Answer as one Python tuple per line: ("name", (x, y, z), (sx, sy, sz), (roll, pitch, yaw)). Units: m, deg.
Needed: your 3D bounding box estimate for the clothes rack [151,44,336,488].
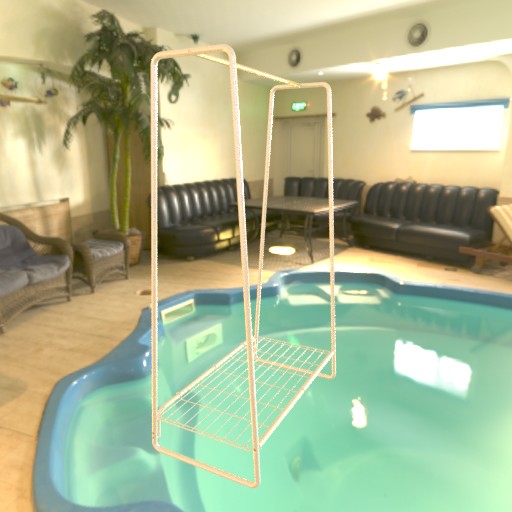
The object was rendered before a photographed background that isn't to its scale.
("clothes rack", (0.000, 0.000, 1.913), (0.495, 1.500, 0.900), (7, 15, 27))
